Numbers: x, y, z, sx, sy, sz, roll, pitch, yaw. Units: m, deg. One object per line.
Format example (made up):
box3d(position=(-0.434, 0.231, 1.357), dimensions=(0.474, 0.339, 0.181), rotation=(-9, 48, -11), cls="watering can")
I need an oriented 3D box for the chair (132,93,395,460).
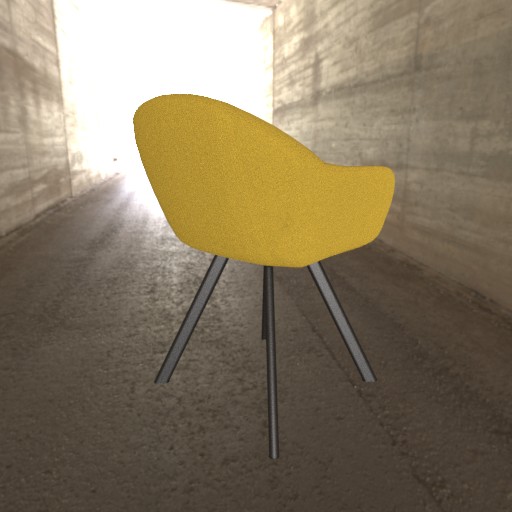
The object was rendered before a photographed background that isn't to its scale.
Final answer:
box3d(position=(0.000, 0.000, 1.173), dimensions=(0.545, 0.775, 0.565), rotation=(14, 20, 43), cls="chair")
